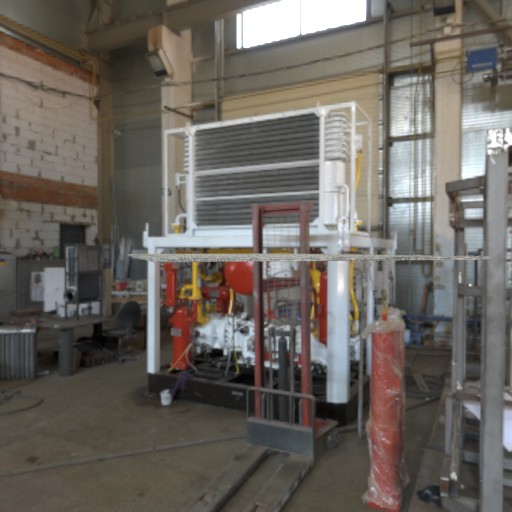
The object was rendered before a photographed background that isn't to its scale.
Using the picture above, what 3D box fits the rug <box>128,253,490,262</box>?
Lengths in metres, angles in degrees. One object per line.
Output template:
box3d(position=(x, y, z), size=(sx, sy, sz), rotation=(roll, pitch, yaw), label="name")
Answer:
box3d(position=(0.000, 0.000, 2.296), size=(1.208, 0.012, 1.819), rotation=(0, 1, -18), label="rug")
